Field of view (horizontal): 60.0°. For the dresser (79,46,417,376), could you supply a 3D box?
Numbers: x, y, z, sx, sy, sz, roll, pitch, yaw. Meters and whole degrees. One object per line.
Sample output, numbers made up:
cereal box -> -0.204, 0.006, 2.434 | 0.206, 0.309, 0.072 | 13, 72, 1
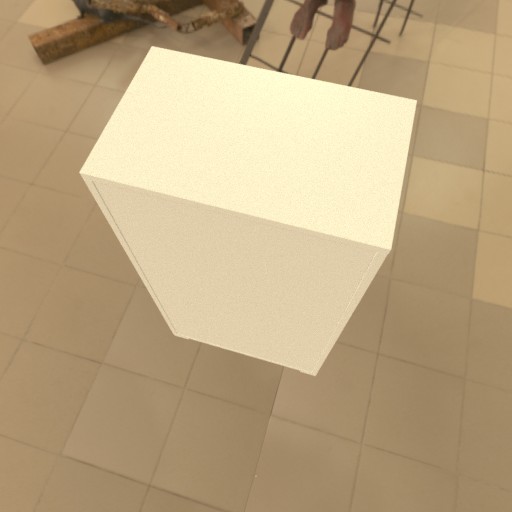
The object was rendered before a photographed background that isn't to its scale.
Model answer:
dresser -> 0.000, 0.000, 1.499 | 0.650, 1.190, 0.400 | 15, 64, 7
